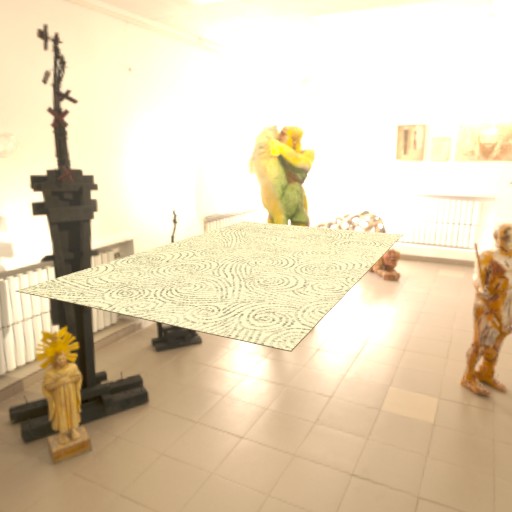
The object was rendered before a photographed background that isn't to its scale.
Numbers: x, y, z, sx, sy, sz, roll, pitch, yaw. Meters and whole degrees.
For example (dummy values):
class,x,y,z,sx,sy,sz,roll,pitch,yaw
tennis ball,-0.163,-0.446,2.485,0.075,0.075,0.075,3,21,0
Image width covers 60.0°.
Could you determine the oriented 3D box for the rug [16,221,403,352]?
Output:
class,x,y,z,sx,sy,sz,roll,pitch,yaw
rug,0.000,0.000,2.982,1.524,0.005,2.439,7,16,26
